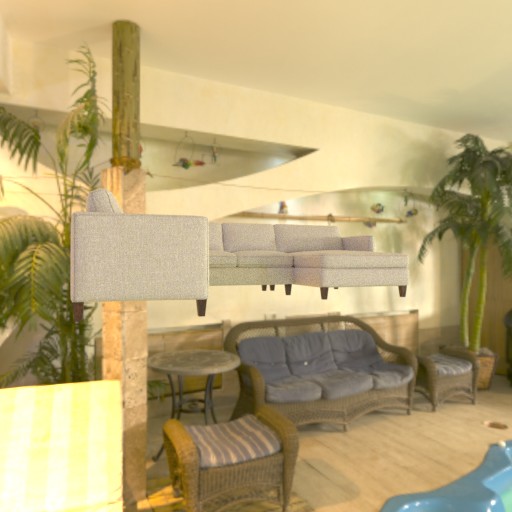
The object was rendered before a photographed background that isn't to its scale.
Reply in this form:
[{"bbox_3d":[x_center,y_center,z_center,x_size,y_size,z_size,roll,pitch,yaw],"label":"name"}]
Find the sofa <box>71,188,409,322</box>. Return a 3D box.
[{"bbox_3d":[0.000,0.000,4.556,3.403,0.889,2.551,0,-1,-19],"label":"sofa"}]
